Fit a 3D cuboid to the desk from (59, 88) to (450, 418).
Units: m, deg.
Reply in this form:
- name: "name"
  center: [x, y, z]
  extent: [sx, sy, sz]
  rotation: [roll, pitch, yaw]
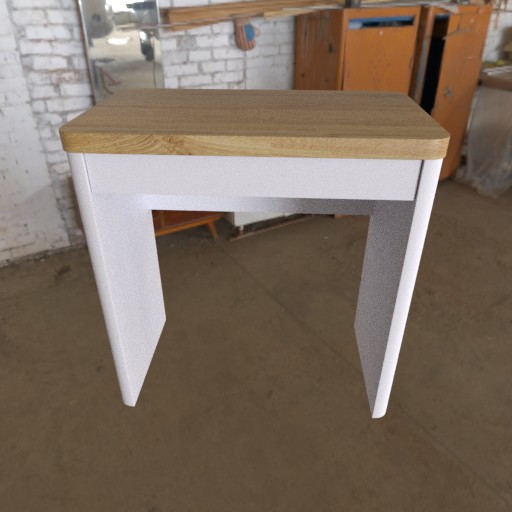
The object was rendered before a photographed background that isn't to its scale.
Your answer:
- name: "desk"
  center: [0.000, 0.000, 1.220]
  extent: [0.760, 0.790, 0.440]
  rotation: [2, 31, 3]
